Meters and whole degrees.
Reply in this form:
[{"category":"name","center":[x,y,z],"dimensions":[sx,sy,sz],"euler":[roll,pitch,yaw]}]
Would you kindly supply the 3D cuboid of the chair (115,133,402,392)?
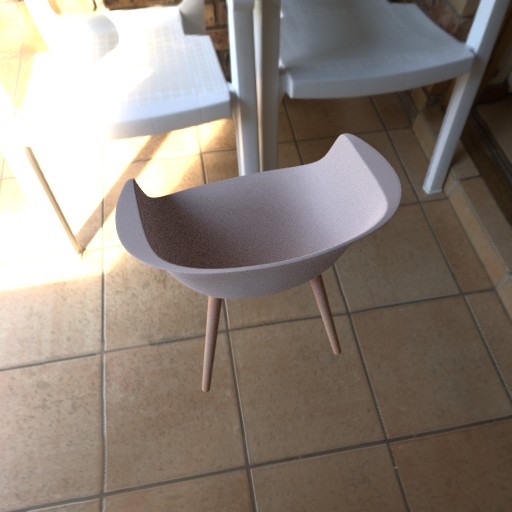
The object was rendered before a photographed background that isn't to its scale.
[{"category":"chair","center":[0.000,0.000,1.180],"dimensions":[0.593,0.781,0.504],"euler":[-14,60,-8]}]
